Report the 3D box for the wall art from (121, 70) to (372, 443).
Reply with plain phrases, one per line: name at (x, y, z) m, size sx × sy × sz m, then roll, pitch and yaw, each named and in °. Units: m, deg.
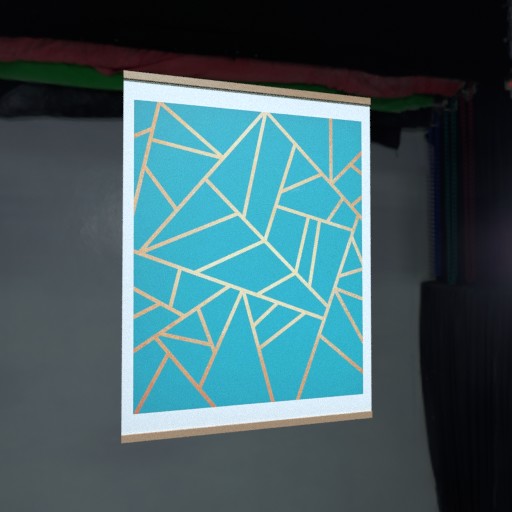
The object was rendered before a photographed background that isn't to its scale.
wall art at (0.000, 0.000, 1.316) m, size 0.758 × 1.016 × 0.013 m, roll 0°, pitch -1°, yaw -15°
